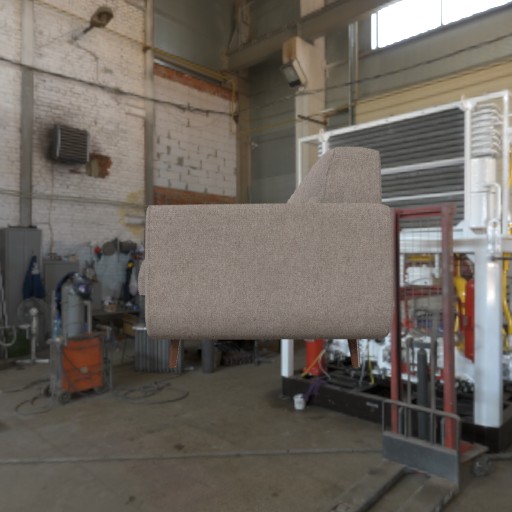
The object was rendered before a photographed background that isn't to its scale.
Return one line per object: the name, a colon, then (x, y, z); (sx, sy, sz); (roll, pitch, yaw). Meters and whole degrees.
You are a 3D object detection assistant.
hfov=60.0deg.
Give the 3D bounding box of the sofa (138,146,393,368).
sofa: (0.000, 0.000, 2.524); (0.909, 0.841, 2.029); (0, 0, -1)
